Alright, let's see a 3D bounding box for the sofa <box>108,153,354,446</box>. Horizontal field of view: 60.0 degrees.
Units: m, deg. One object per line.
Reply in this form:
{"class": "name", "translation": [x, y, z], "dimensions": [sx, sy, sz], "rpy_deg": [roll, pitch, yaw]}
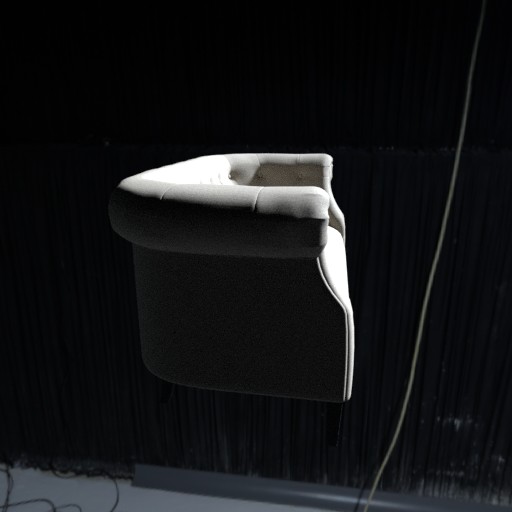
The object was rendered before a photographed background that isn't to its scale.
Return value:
{"class": "sofa", "translation": [0.000, 0.000, 2.007], "dimensions": [0.835, 0.827, 1.558], "rpy_deg": [3, 17, 9]}
